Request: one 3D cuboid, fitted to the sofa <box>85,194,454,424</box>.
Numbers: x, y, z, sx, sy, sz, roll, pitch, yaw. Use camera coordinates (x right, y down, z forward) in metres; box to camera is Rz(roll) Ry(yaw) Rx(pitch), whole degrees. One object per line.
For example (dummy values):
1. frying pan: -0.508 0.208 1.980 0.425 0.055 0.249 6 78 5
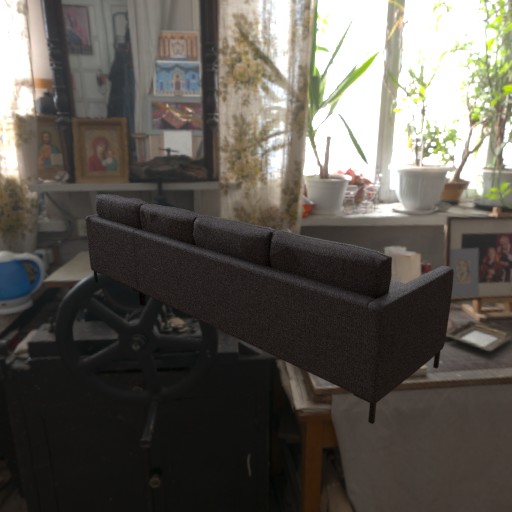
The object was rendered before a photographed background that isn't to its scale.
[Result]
1. sofa: 0.000 0.000 3.725 3.221 0.892 1.483 16 22 43
